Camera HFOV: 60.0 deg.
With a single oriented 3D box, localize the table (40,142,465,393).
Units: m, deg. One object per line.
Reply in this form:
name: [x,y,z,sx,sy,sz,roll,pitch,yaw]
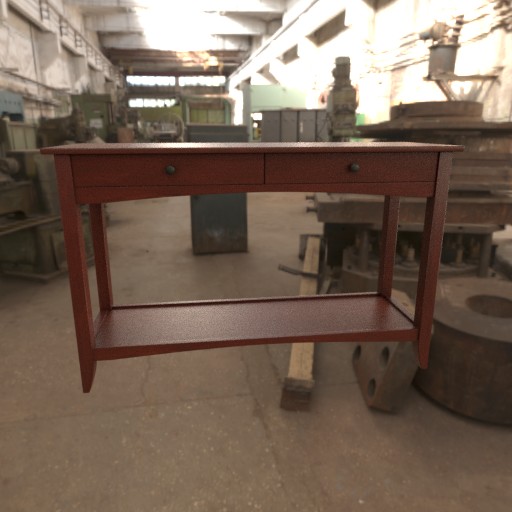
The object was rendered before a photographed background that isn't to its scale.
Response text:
table: [0.000,0.000,1.515,1.188,0.739,0.392,-2,16,-7]
